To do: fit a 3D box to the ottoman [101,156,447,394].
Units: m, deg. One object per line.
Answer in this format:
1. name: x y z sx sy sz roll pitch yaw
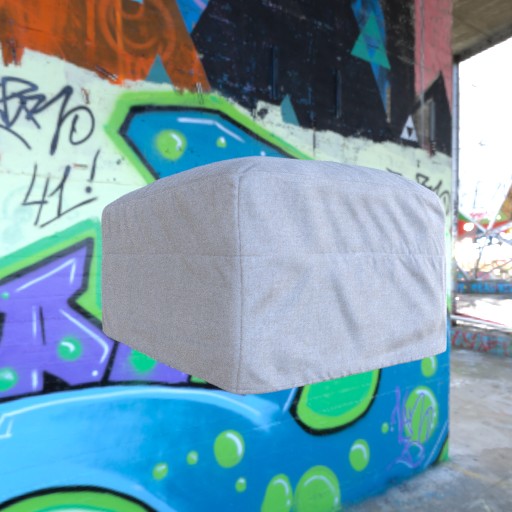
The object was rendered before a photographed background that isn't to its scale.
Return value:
1. ottoman: 0.000 0.000 1.267 0.683 0.481 0.837 0 1 -35
